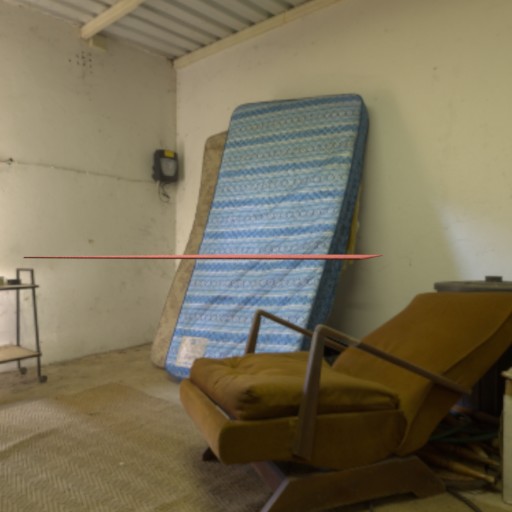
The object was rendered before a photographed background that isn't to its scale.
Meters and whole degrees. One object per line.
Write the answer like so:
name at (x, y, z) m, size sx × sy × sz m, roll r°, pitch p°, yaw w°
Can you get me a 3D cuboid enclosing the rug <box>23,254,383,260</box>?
rug at (0.000, 0.000, 2.302) m, size 1.209 × 0.008 × 1.814 m, roll 0°, pitch 0°, yaw 18°
